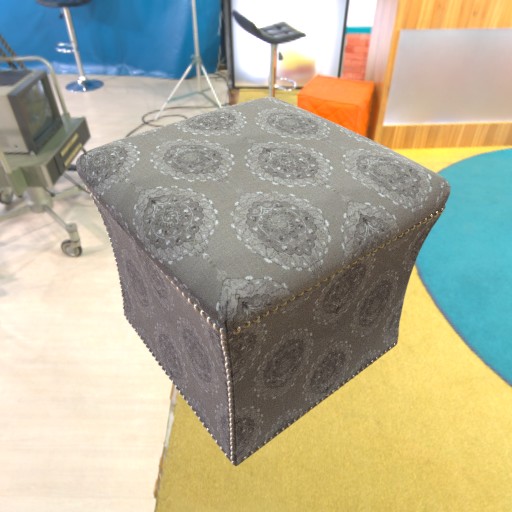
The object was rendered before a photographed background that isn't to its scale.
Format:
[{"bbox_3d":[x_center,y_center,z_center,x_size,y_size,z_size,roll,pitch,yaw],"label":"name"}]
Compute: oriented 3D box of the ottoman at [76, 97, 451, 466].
[{"bbox_3d":[0.000,0.000,0.914,0.497,0.473,0.507,-27,47,-28],"label":"ottoman"}]
